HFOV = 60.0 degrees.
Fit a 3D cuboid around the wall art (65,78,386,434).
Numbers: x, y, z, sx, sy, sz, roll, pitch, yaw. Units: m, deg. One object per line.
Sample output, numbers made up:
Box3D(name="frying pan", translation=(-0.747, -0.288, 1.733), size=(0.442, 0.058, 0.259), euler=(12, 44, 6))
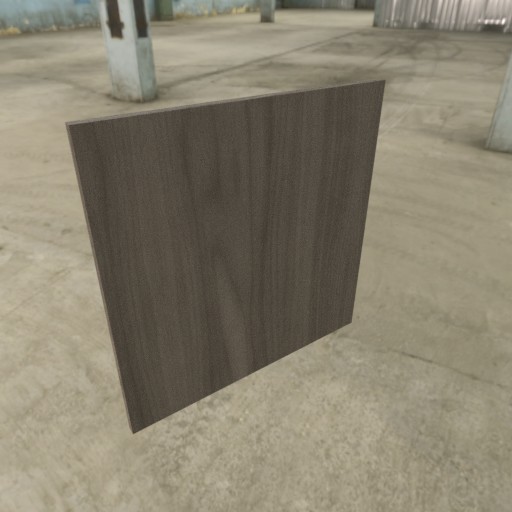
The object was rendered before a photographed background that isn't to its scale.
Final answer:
Box3D(name="wall art", translation=(0.000, 0.000, 0.736), size=(0.508, 0.507, 0.016), euler=(-20, 36, -30))
